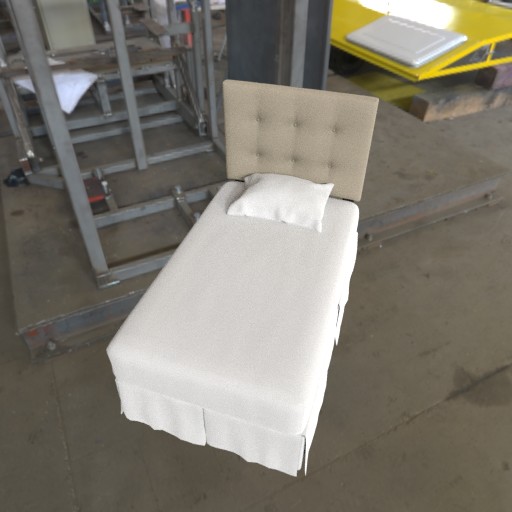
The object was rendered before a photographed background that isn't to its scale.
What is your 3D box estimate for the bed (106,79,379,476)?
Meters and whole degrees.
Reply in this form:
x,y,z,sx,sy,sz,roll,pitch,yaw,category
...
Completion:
x,y,z,sx,sy,sz,roll,pitch,yaw,category
0.000,0.000,2.974,1.261,1.571,1.997,12,43,14,bed
